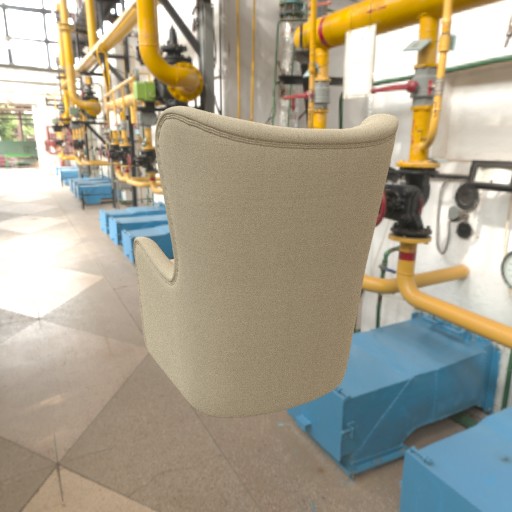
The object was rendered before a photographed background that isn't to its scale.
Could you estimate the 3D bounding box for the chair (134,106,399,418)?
[{"bbox_3d":[0.000,0.000,1.775,0.831,1.079,0.929,-7,16,-26],"label":"chair"}]
